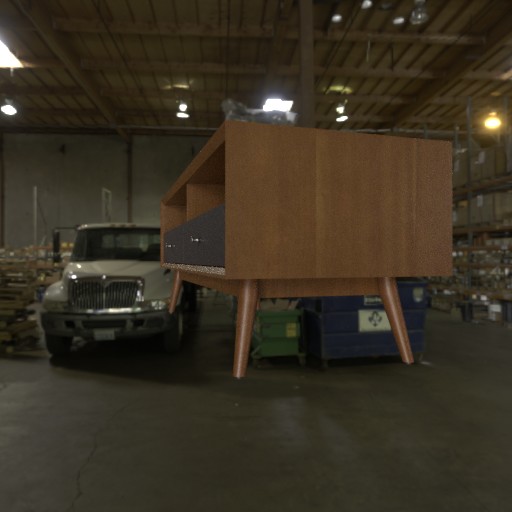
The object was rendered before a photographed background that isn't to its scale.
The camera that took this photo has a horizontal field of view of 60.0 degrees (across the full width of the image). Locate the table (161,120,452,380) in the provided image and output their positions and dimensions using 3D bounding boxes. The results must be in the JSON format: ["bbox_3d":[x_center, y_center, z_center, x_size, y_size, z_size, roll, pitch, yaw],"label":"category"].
[{"bbox_3d":[0.000,0.000,1.369,0.490,0.464,1.119,0,0,-18],"label":"table"}]
